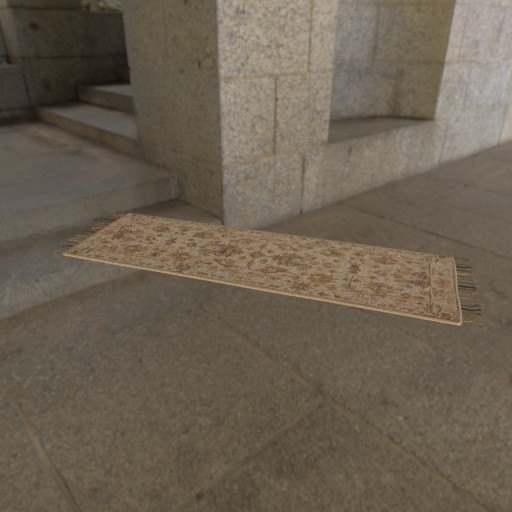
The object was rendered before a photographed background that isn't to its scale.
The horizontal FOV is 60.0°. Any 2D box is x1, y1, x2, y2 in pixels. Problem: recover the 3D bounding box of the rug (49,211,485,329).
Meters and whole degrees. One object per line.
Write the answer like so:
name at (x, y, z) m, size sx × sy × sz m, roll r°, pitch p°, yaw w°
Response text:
rug at (0.000, 0.000, 2.656) m, size 2.438 × 0.021 × 0.729 m, roll 9°, pitch 28°, yaw 17°
